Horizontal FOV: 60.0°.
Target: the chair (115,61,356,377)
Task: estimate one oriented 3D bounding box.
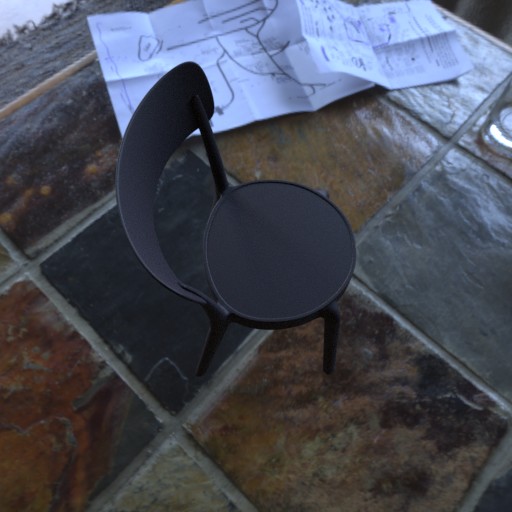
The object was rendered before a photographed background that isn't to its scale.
[{"bbox_3d":[0.000,0.000,1.134,0.491,0.790,0.506,0,64,0],"label":"chair"}]
